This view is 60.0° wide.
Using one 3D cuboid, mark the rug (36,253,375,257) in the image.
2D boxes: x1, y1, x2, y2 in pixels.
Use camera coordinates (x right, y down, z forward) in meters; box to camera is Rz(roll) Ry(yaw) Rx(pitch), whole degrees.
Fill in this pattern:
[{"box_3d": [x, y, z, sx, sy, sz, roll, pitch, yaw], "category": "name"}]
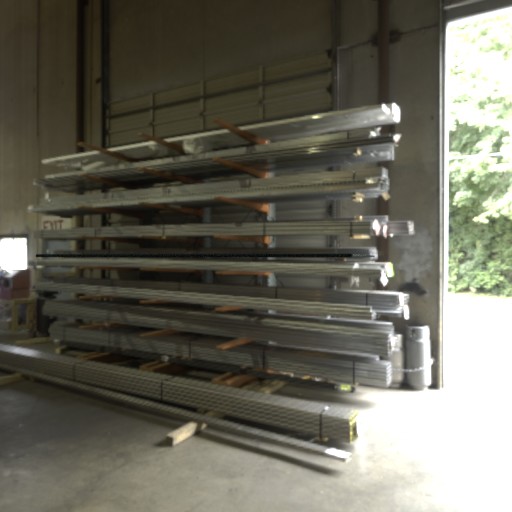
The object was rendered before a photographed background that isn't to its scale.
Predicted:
[{"box_3d": [0.000, 0.000, 3.098, 1.530, 0.015, 2.449, 0, 0, 17], "category": "rug"}]
